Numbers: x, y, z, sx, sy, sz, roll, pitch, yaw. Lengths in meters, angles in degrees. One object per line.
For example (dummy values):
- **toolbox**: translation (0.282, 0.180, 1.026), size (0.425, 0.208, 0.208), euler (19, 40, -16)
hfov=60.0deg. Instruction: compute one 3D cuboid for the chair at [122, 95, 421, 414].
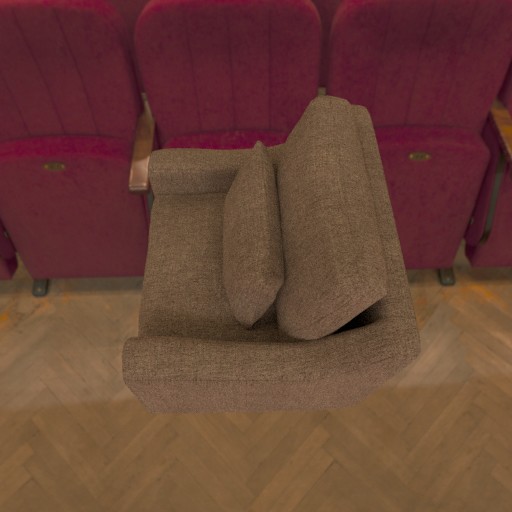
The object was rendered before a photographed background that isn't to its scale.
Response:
- **chair**: translation (0.000, 0.000, 1.912), size (1.009, 1.037, 1.138), euler (-1, 59, -1)
